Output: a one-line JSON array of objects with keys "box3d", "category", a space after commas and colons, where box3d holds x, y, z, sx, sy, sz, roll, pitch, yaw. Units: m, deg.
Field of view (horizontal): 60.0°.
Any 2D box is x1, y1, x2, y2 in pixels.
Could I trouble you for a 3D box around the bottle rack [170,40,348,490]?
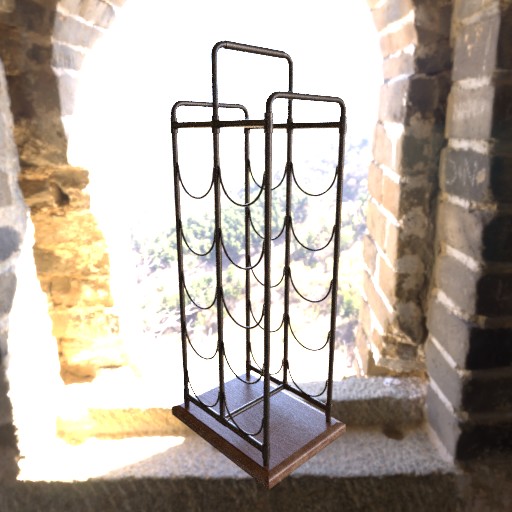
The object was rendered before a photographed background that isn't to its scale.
[{"box3d": [0.000, 0.000, 0.780, 0.208, 0.680, 0.276, -14, 21, -42], "category": "bottle rack"}]
